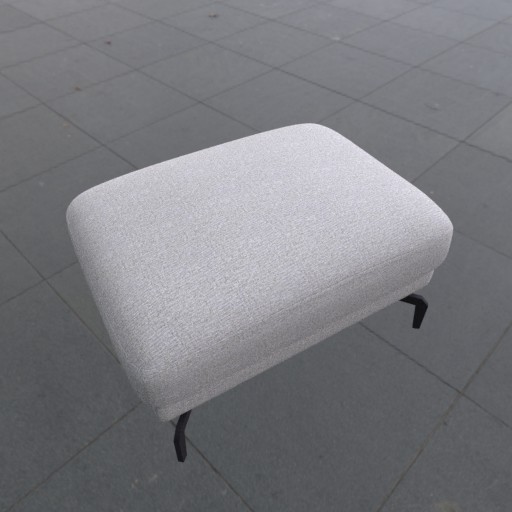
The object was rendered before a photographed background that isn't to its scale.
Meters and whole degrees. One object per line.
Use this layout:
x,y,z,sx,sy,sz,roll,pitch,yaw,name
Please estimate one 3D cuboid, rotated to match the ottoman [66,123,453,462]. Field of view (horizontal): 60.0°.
0.000,0.000,1.097,0.772,0.420,0.568,-22,49,-21,ottoman
